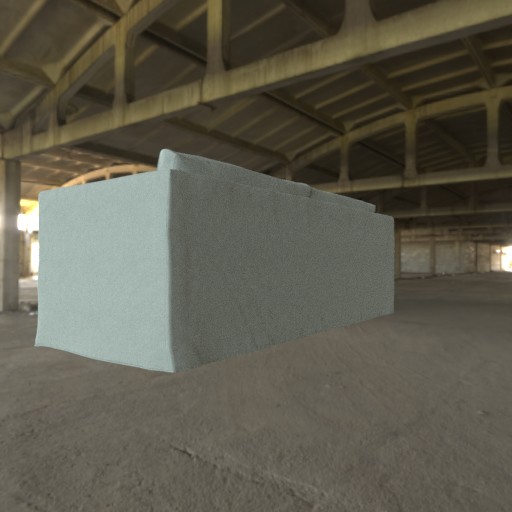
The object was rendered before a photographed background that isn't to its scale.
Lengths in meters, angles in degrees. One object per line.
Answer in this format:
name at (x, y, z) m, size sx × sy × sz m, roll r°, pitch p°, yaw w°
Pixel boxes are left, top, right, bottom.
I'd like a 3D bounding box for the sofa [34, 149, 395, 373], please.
sofa at (0.000, 0.000, 2.739) m, size 0.962 × 0.853 × 2.312 m, roll 0°, pitch -1°, yaw 37°
